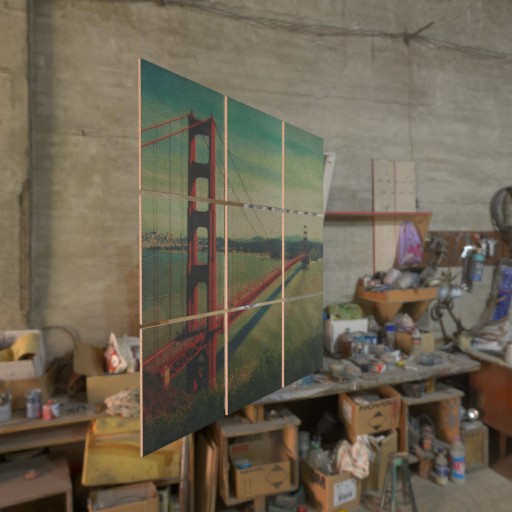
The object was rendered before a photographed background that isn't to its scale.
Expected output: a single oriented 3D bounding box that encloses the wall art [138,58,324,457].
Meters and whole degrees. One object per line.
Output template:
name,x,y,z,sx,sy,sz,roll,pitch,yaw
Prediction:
wall art,0.000,0.000,2.296,0.014,1.507,1.519,1,1,35
